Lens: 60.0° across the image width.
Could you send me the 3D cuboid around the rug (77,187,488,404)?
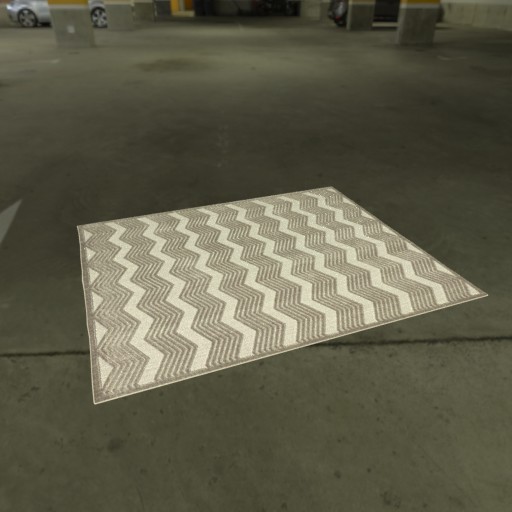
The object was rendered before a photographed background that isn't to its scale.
[{"bbox_3d":[0.000,0.000,3.891,2.880,0.005,2.391,-11,32,-18],"label":"rug"}]
